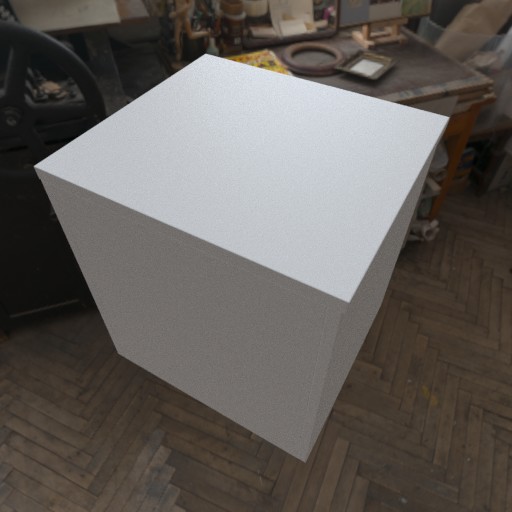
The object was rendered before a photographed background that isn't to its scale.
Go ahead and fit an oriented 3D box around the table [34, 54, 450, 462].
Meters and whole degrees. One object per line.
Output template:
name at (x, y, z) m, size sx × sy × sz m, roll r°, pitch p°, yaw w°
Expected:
table at (0.000, 0.000, 0.761) m, size 0.420 × 0.460 × 0.380 m, roll 23°, pitch 52°, yaw 20°
